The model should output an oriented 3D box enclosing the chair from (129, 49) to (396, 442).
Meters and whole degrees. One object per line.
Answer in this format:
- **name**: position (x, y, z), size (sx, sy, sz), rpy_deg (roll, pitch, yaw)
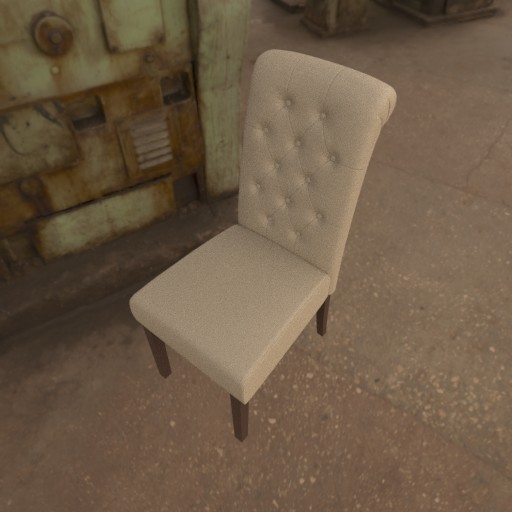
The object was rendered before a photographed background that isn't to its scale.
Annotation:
- **chair**: position (0.000, 0.000, 1.369), size (0.456, 1.006, 0.671), rpy_deg (30, 53, 26)
